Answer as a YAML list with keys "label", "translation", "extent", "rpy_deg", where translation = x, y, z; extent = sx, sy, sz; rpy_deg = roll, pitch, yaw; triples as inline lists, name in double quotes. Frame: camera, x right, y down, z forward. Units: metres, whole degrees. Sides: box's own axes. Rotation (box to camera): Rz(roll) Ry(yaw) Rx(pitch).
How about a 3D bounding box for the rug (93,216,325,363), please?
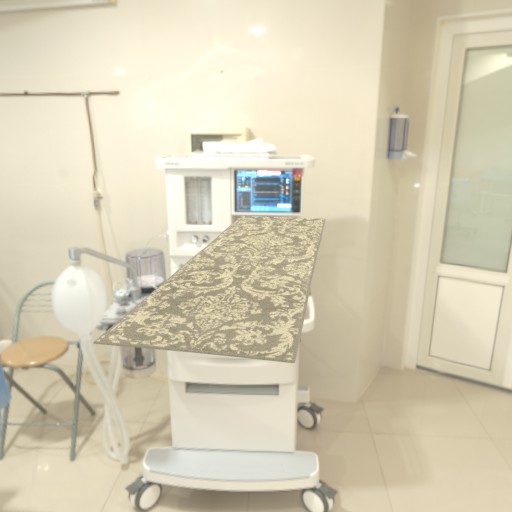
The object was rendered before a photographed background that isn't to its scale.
- label: "rug"
  translation: [0.000, 0.000, 2.422]
  extent: [0.662, 0.011, 2.196]
  rpy_deg: [3, 16, 10]
